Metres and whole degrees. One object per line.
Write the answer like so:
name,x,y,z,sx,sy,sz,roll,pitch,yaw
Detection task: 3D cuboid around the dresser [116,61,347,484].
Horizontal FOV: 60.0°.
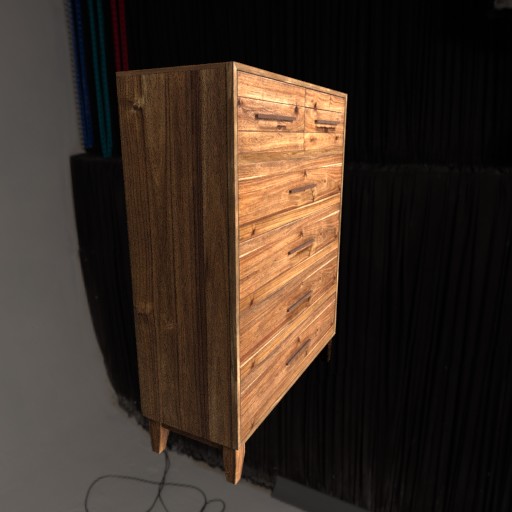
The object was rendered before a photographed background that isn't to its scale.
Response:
dresser,0.000,0.000,1.927,0.442,1.393,1.062,8,17,27
